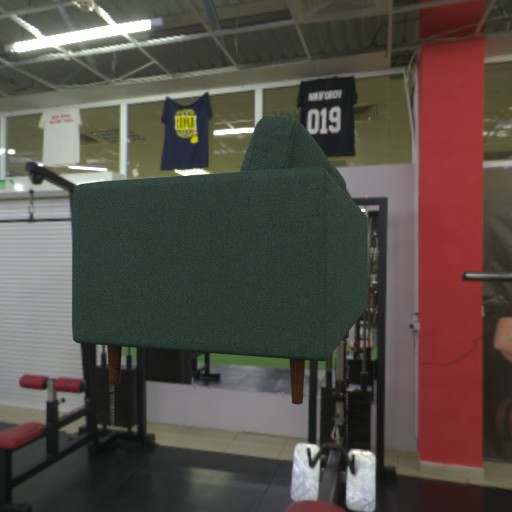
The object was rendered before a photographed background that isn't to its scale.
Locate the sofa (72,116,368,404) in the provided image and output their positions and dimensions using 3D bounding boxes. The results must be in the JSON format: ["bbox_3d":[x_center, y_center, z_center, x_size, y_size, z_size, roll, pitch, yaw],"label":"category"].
[{"bbox_3d":[0.000,0.000,2.013,0.879,0.899,1.430,0,0,19],"label":"sofa"}]
